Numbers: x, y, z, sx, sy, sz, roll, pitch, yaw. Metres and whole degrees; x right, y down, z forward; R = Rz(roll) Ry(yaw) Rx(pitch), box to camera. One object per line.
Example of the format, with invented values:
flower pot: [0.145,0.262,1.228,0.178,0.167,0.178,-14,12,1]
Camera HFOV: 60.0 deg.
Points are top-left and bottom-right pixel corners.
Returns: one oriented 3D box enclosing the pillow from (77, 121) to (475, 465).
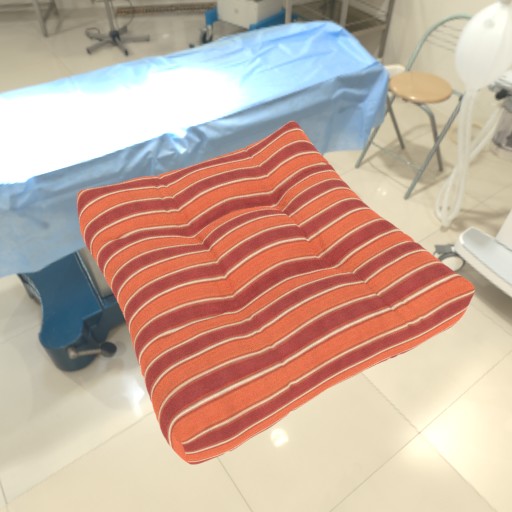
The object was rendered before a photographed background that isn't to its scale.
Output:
pillow: [0.000,0.000,0.714,0.468,0.133,0.490,-22,51,-19]
